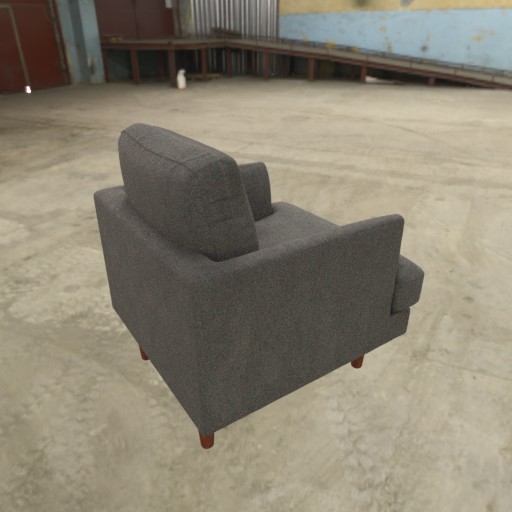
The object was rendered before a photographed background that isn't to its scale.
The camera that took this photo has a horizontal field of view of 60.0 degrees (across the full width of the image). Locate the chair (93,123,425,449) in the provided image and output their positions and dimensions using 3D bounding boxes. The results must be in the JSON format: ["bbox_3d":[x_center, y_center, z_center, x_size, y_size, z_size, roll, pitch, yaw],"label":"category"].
[{"bbox_3d":[0.000,0.000,1.641,0.899,0.957,0.858,-17,32,-30],"label":"chair"}]
